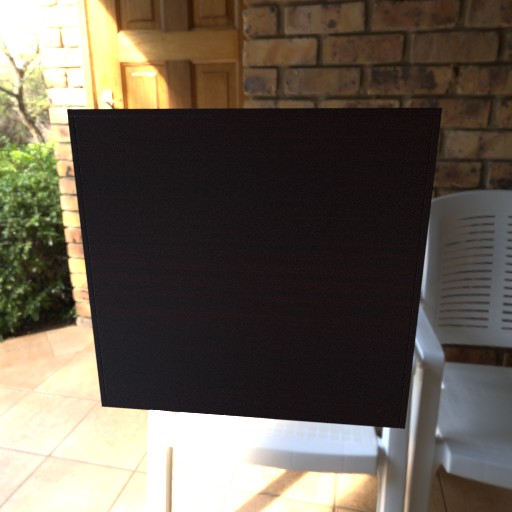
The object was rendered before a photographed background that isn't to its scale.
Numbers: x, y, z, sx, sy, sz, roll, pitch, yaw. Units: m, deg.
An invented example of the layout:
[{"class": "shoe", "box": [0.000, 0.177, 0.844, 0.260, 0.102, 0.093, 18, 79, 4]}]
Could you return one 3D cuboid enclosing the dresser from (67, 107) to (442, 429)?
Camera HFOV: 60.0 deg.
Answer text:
[{"class": "dresser", "box": [0.000, 0.000, 1.153, 0.750, 0.720, 0.360, 2, 17, 6]}]
